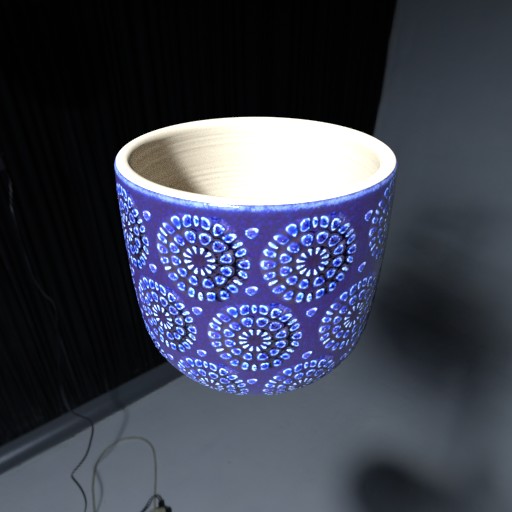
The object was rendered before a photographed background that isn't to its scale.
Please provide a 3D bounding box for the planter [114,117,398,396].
[{"bbox_3d":[0.000,0.000,0.301,0.165,0.149,0.165,0,30,0],"label":"planter"}]
